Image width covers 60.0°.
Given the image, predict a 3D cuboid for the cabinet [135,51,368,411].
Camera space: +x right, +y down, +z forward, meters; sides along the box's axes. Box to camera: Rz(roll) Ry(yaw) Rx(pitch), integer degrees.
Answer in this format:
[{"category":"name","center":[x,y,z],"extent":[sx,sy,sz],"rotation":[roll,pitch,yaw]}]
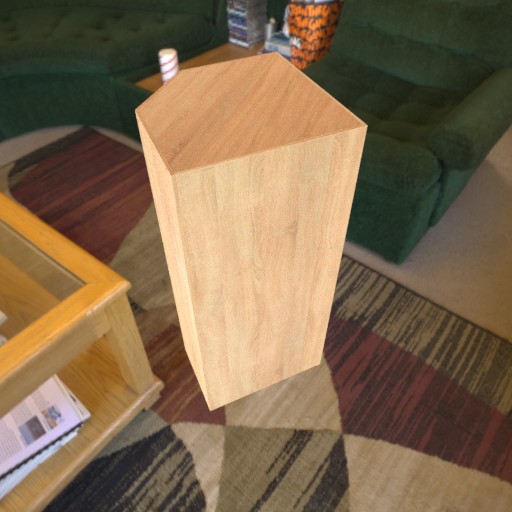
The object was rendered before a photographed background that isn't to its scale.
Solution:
[{"category":"cabinet","center":[0.000,0.000,2.929],"extent":[1.094,2.120,1.327],"rotation":[15,48,14]}]
